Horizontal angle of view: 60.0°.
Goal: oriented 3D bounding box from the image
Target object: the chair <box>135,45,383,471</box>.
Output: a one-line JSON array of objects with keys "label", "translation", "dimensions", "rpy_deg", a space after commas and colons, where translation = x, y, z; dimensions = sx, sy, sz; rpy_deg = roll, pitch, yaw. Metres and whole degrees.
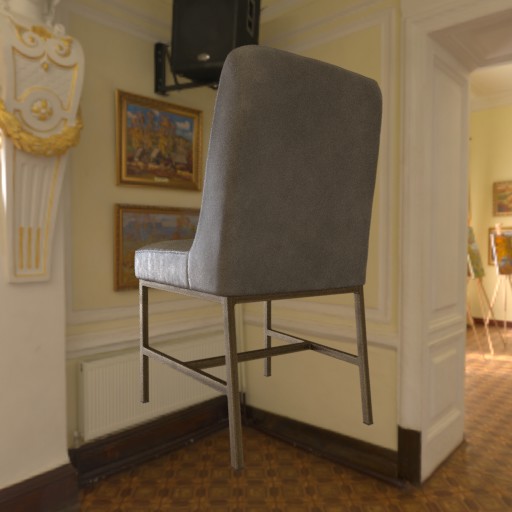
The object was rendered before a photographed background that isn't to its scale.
[{"label": "chair", "translation": [0.000, 0.000, 1.241], "dimensions": [0.508, 0.889, 0.587], "rpy_deg": [-1, 2, -34]}]
